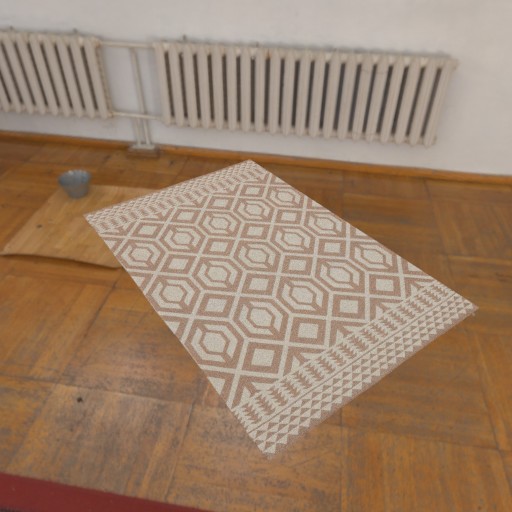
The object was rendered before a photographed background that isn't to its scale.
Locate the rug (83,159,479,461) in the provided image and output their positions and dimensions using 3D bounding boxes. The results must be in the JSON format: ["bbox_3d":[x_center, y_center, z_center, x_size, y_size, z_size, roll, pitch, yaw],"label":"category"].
[{"bbox_3d":[0.000,0.000,2.343,1.219,0.008,1.829,-25,45,-27],"label":"rug"}]
